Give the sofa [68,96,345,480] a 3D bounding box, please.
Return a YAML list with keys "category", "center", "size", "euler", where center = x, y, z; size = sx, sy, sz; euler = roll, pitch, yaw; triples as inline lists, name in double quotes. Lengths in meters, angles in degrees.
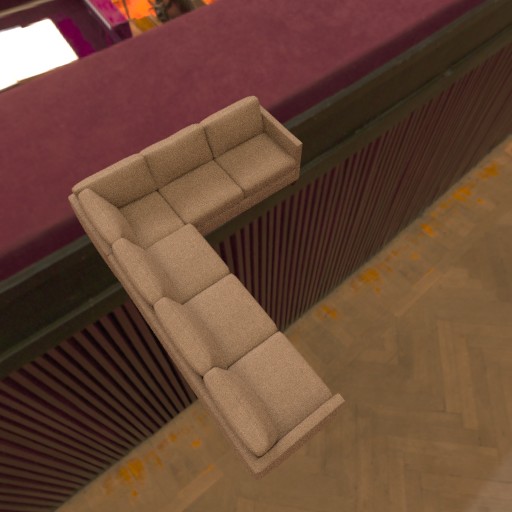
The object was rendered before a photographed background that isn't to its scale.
- category: "sofa"
  center: [0.000, 0.000, 4.554]
  size: [2.522, 0.934, 3.333]
  euler: [-33, 64, -18]
